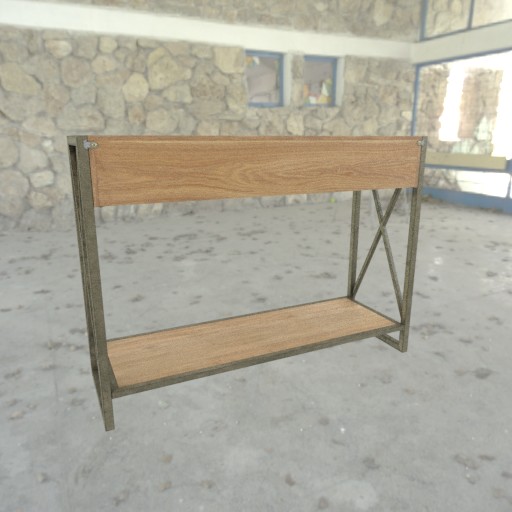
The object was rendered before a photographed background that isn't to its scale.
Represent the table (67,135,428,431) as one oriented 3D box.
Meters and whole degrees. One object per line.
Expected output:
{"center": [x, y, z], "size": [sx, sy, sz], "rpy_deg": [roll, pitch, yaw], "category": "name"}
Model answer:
{"center": [0.000, 0.000, 1.459], "size": [1.059, 0.763, 0.361], "rpy_deg": [-7, 16, -25], "category": "table"}
